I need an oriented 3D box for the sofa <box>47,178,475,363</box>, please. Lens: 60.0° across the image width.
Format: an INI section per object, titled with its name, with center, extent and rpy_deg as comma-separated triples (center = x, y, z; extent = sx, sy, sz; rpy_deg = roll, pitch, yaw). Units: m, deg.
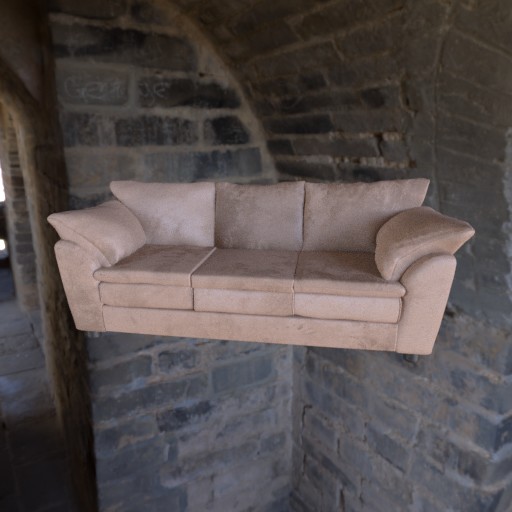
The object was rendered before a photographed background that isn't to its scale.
[sofa]
center = 0.000, 0.000, 2.858
extent = 2.377, 0.981, 0.893
rpy_deg = 2, 14, 9
